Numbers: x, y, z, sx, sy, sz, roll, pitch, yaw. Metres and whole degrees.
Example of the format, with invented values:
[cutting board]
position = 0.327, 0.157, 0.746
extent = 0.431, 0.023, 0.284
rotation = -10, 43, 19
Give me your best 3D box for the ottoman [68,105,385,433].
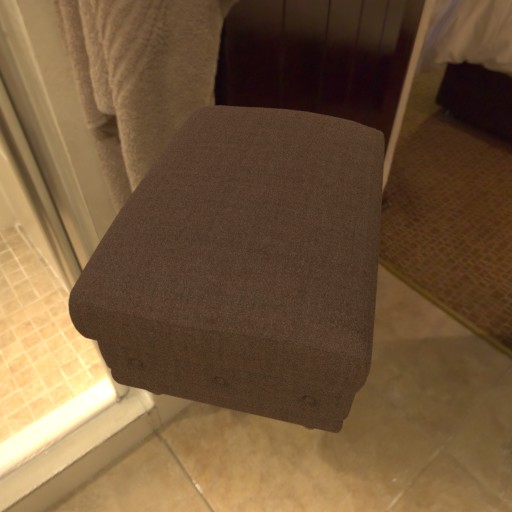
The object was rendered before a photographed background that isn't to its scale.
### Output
[ottoman]
position = 0.000, 0.000, 1.207
extent = 0.599, 0.555, 0.809
rotation = 10, 47, 9
